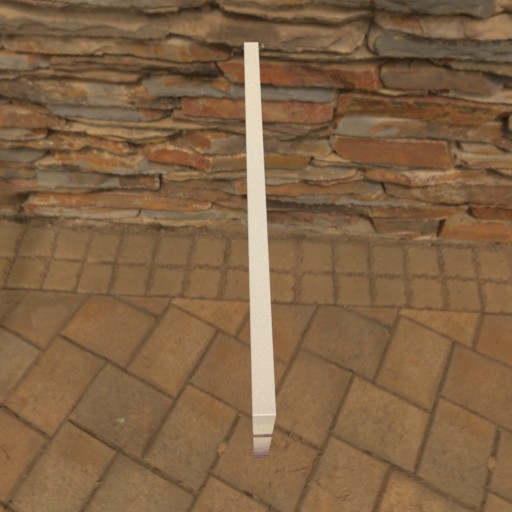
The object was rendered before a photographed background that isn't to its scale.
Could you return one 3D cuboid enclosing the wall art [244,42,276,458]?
[{"bbox_3d":[0.000,0.000,1.170,0.037,0.609,0.916,-1,60,-1],"label":"wall art"}]
